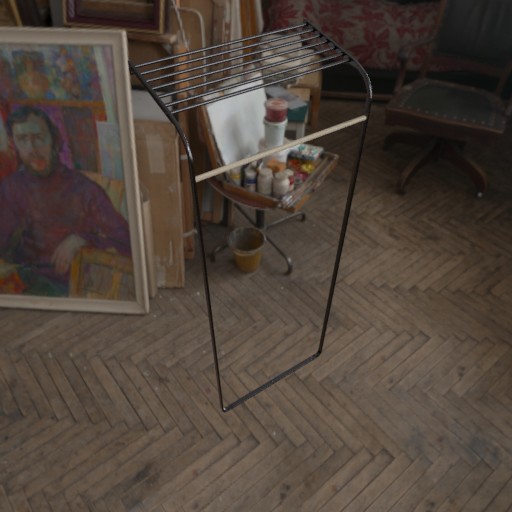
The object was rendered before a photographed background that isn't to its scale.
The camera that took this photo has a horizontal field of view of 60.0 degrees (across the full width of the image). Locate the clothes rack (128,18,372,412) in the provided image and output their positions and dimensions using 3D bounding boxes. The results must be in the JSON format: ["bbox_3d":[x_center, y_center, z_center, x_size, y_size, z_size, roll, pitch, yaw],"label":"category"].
[{"bbox_3d":[0.000,0.000,1.783,0.609,1.574,0.349,-25,51,-22],"label":"clothes rack"}]
